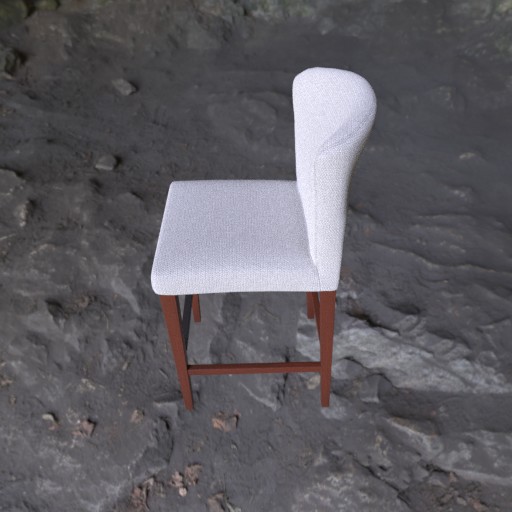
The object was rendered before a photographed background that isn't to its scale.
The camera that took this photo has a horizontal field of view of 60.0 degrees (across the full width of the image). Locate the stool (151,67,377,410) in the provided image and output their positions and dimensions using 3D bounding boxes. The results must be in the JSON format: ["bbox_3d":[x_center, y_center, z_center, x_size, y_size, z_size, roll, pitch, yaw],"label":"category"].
[{"bbox_3d":[0.000,0.000,1.403,0.568,1.069,0.481,-1,41,-1],"label":"stool"}]
